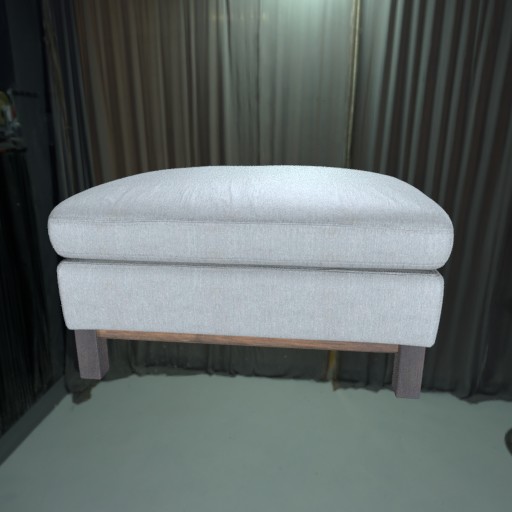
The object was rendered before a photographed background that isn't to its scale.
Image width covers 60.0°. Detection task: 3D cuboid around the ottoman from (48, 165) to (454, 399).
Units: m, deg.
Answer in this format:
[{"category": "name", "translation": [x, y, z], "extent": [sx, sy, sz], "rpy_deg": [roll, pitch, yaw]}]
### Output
[{"category": "ottoman", "translation": [0.000, 0.000, 1.033], "extent": [0.735, 0.404, 0.528], "rpy_deg": [2, 17, 6]}]
